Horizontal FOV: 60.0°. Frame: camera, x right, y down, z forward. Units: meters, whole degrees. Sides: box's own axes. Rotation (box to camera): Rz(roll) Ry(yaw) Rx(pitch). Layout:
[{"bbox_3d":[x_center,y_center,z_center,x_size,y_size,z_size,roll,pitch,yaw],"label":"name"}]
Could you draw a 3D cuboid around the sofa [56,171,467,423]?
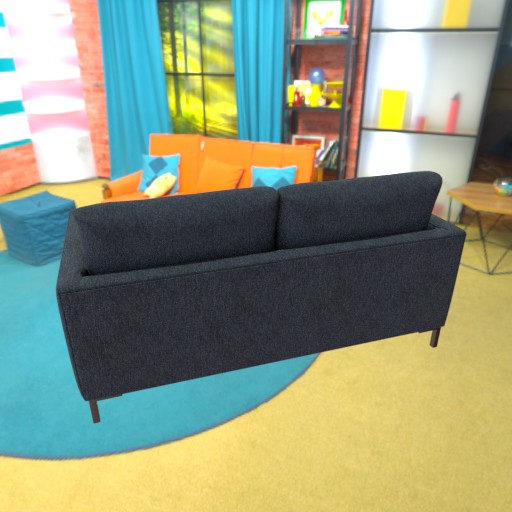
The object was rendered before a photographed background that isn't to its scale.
[{"bbox_3d":[0.000,0.000,2.165,1.716,0.862,0.866,-8,27,-16],"label":"sofa"}]
